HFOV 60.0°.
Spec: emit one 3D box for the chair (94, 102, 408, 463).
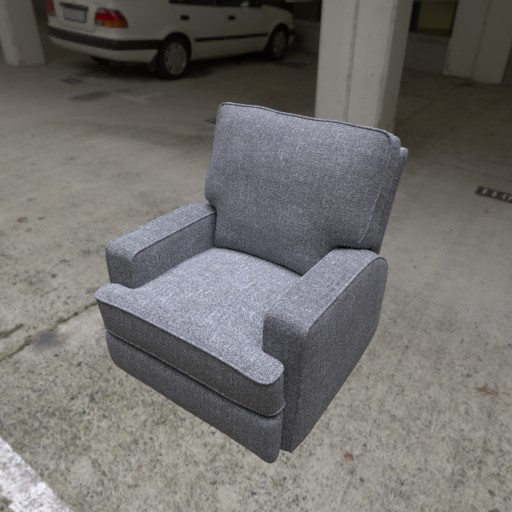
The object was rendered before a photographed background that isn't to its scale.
[{"bbox_3d":[0.000,0.000,1.686,0.861,0.962,0.964,19,36,29],"label":"chair"}]
